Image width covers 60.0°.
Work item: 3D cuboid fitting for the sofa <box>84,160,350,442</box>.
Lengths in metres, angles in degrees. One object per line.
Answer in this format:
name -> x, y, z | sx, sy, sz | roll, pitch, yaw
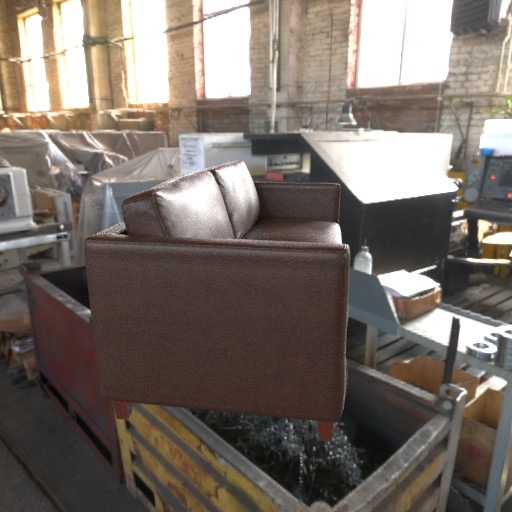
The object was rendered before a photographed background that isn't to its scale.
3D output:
sofa -> 0.000, 0.000, 2.418 | 0.951, 0.933, 1.883 | 3, 16, 9
